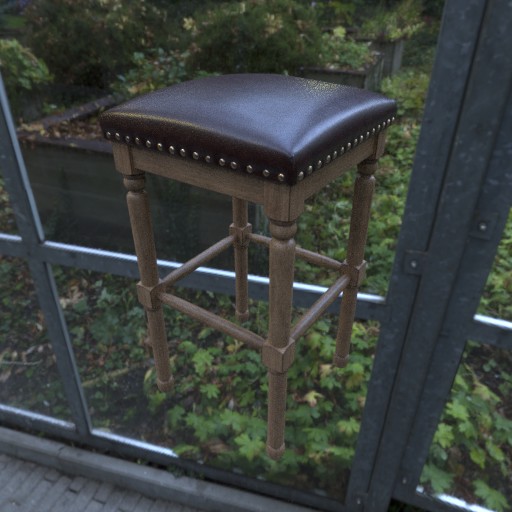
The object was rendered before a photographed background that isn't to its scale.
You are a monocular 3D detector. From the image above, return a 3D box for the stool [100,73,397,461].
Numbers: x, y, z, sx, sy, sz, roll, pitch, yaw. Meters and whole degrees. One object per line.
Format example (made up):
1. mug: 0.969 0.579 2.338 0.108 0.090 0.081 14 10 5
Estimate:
1. stool: 0.000 0.000 0.932 0.382 0.702 0.383 20 37 29
